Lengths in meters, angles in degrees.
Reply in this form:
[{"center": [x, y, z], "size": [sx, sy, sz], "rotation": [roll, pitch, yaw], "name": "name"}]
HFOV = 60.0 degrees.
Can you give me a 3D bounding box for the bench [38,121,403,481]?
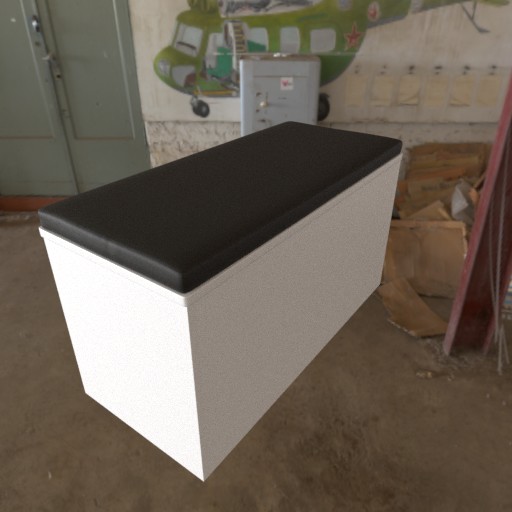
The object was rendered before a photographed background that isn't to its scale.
[{"center": [0.000, 0.000, 1.180], "size": [0.401, 0.500, 0.899], "rotation": [20, 36, 31], "name": "bench"}]
